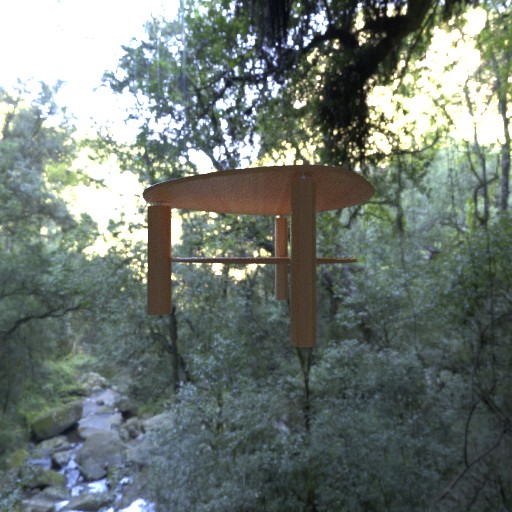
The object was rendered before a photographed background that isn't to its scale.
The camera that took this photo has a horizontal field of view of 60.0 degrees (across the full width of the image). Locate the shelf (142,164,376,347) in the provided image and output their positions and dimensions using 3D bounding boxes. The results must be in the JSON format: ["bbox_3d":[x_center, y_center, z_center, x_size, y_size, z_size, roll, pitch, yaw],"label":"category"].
[{"bbox_3d":[0.000,0.000,1.679,0.845,0.440,1.246,0,0,0],"label":"shelf"}]
